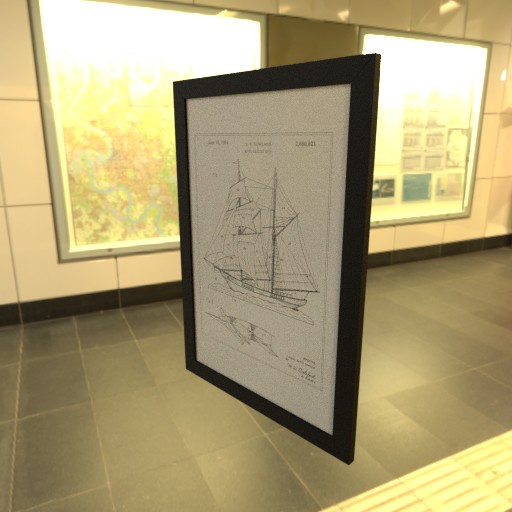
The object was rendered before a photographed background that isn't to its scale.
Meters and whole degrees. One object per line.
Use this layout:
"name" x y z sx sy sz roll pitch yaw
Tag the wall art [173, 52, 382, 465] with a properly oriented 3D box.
"wall art" 0.000 0.000 0.588 0.326 0.459 0.011 15 21 43
